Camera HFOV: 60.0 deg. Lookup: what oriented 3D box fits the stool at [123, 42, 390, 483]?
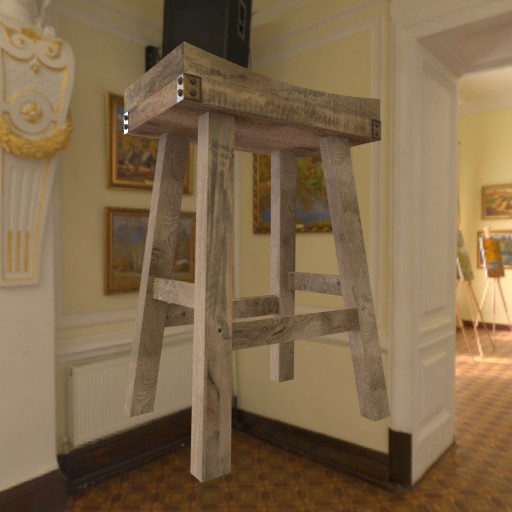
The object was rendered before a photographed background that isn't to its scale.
[{"bbox_3d":[0.000,0.000,0.882,0.450,0.635,0.330,-1,2,-36],"label":"stool"}]
